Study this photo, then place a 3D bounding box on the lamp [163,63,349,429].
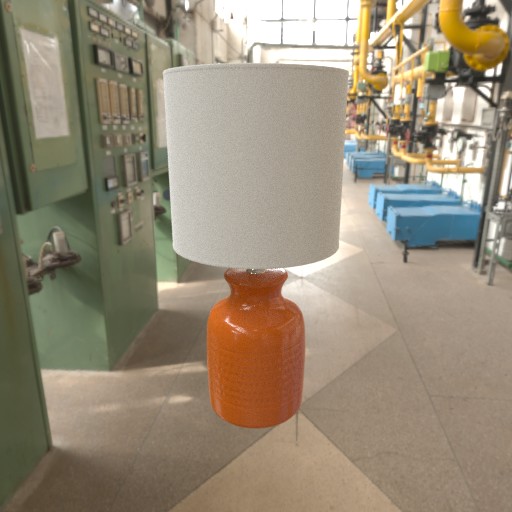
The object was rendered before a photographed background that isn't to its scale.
[{"bbox_3d":[0.000,0.000,1.141,0.418,0.871,0.418,2,17,7],"label":"lamp"}]
